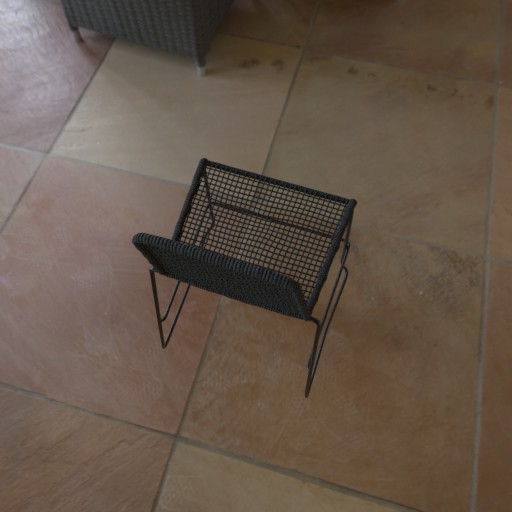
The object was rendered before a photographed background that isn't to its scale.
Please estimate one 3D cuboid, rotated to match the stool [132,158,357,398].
[{"bbox_3d":[0.000,0.000,1.250,0.590,0.905,0.509,17,66,8],"label":"stool"}]
